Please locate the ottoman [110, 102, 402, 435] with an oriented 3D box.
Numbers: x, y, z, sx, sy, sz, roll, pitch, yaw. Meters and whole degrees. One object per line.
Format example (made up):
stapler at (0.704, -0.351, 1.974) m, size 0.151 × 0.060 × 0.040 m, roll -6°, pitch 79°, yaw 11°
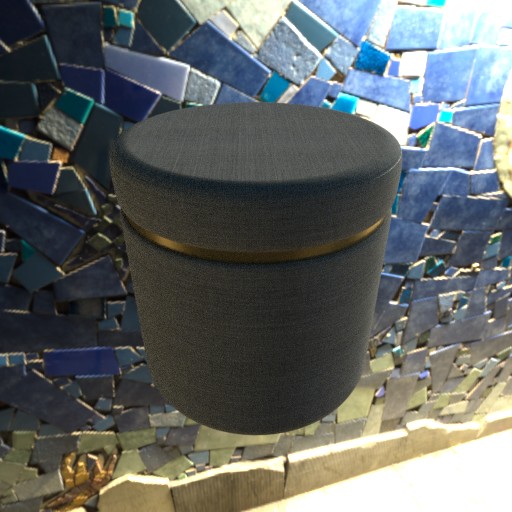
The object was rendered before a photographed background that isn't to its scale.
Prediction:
ottoman at (0.000, 0.000, 0.723) m, size 0.400 × 0.406 × 0.400 m, roll 0°, pitch 32°, yaw 0°
